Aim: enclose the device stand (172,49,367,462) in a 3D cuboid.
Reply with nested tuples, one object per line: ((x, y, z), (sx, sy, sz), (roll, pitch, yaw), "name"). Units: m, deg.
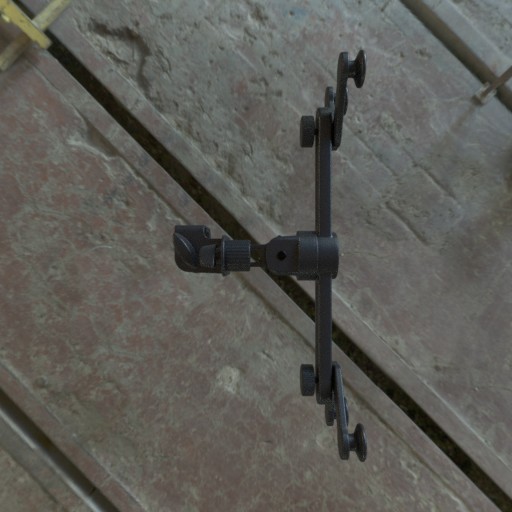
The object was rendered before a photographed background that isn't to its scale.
((0.000, 0.000, 0.364), (0.142, 0.166, 0.270), (0, 90, 0), "device stand")
